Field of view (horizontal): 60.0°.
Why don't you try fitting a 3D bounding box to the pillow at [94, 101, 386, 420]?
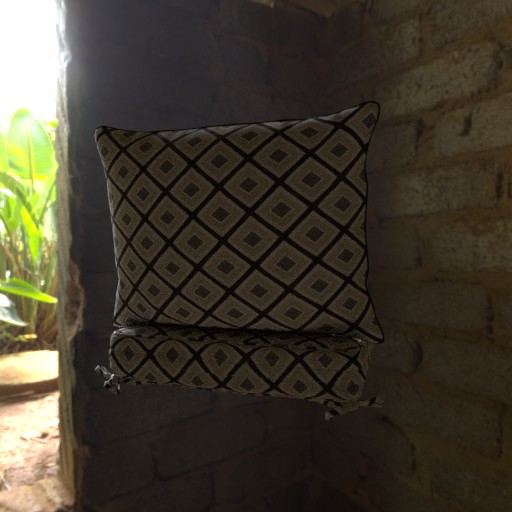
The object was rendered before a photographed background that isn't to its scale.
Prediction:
[{"bbox_3d":[0.000,0.000,1.383,0.798,0.722,0.733,0,1,18],"label":"pillow"}]
